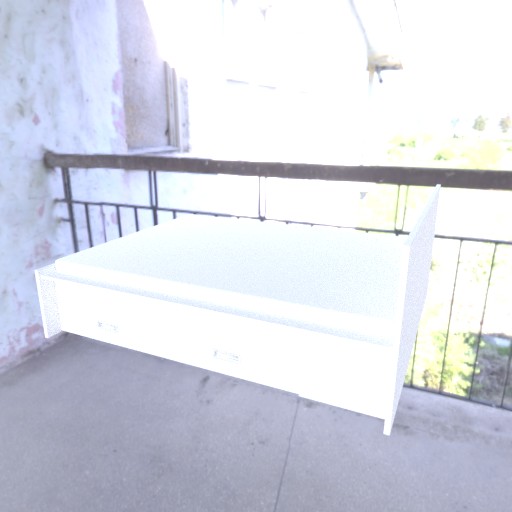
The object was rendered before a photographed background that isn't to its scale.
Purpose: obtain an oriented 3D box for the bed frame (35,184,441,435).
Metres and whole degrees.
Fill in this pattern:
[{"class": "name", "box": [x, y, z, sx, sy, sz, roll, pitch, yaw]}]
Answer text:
[{"class": "bed frame", "box": [0.000, 0.000, 2.773, 1.960, 0.800, 1.622, 8, 19, 24]}]
